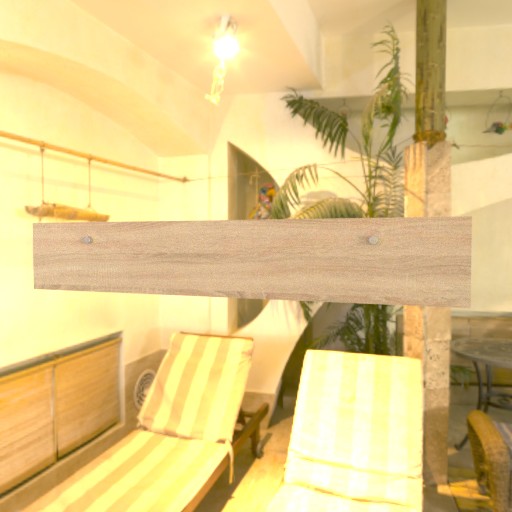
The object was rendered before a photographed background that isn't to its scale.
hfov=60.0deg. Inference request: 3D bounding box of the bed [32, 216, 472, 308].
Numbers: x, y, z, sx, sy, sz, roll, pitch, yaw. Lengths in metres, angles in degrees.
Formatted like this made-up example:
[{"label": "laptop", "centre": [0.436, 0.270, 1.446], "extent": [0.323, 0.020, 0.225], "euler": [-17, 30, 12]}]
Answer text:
[{"label": "bed", "centre": [0.000, 0.000, 1.463], "extent": [1.200, 0.209, 0.685], "euler": [1, 2, 18]}]
